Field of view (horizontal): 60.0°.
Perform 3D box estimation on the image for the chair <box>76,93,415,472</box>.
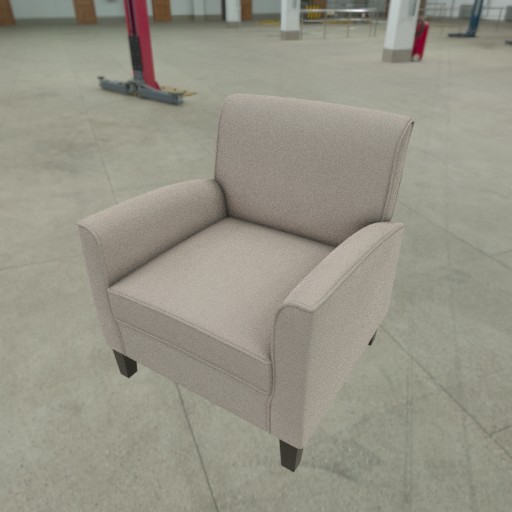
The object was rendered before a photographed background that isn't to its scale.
[{"bbox_3d":[0.000,0.000,1.550,0.820,0.915,0.820,18,36,27],"label":"chair"}]
